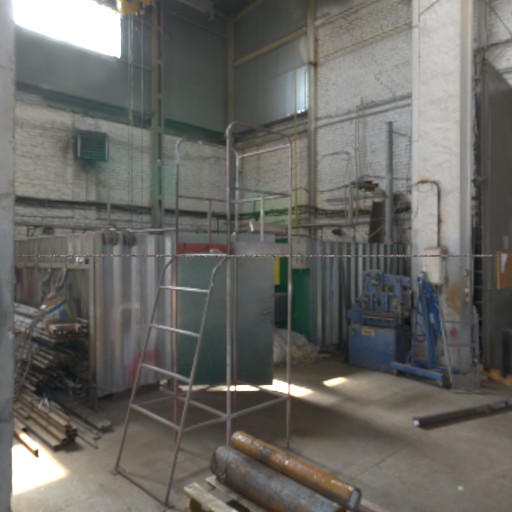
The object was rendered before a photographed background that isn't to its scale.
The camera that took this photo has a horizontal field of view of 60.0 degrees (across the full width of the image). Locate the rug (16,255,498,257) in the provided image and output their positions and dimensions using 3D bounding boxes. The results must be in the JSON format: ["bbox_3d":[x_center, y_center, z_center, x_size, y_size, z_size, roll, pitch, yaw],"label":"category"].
[{"bbox_3d":[0.000,0.000,5.208,4.093,0.020,2.997,0,0,0],"label":"rug"}]
